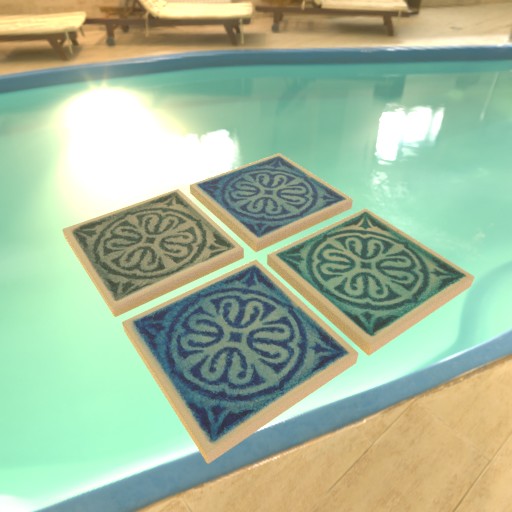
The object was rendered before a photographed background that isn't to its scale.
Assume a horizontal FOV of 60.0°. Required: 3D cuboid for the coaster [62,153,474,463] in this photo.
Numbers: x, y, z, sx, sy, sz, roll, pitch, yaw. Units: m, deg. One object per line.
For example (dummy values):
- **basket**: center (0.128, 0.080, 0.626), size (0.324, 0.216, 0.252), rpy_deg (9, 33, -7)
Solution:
- **coaster**: center (0.000, 0.000, 0.327), size (0.214, 0.010, 0.219), rpy_deg (-25, 46, -26)
